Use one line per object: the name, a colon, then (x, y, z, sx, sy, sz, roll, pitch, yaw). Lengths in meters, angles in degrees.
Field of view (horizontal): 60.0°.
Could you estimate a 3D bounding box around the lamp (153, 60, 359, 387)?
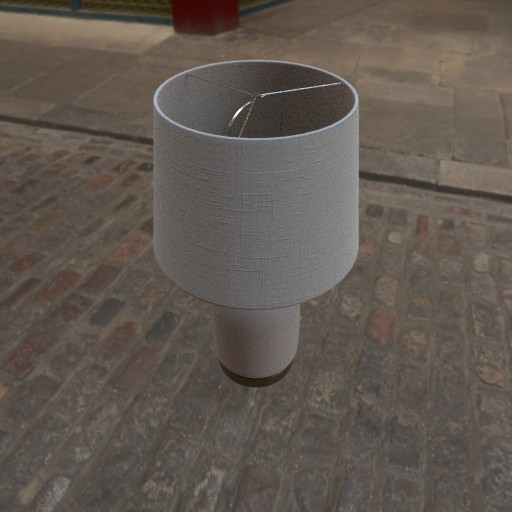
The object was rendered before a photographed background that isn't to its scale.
lamp: (0.000, 0.000, 0.653, 0.285, 0.483, 0.285, 0, 41, 0)
